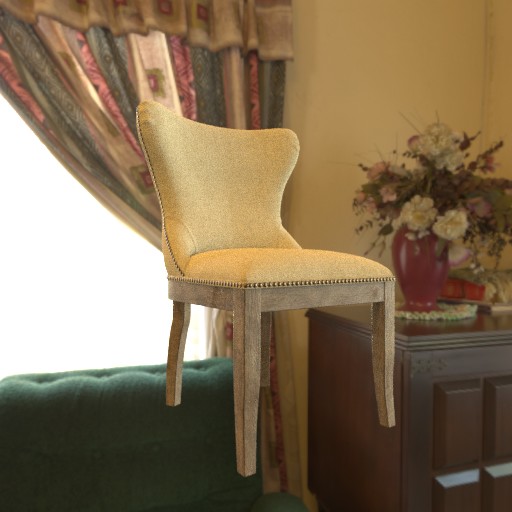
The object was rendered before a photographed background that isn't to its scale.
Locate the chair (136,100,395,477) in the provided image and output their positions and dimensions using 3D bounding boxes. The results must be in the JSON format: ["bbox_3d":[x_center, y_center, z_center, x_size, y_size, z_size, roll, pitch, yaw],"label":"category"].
[{"bbox_3d":[0.000,0.000,1.429,0.654,1.002,0.681,0,0,-35],"label":"chair"}]
